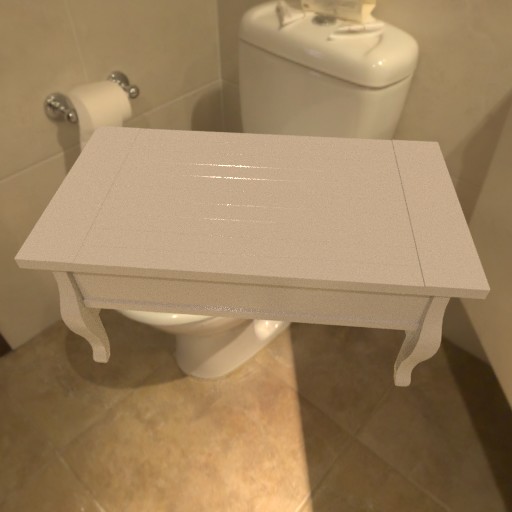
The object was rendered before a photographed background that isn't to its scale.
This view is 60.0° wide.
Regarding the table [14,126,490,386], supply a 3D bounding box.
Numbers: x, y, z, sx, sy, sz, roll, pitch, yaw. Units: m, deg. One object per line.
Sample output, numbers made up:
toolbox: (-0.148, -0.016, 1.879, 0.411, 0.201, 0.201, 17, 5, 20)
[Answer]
table: (0.000, 0.000, 1.363, 1.062, 0.495, 0.600, 4, 47, 3)
